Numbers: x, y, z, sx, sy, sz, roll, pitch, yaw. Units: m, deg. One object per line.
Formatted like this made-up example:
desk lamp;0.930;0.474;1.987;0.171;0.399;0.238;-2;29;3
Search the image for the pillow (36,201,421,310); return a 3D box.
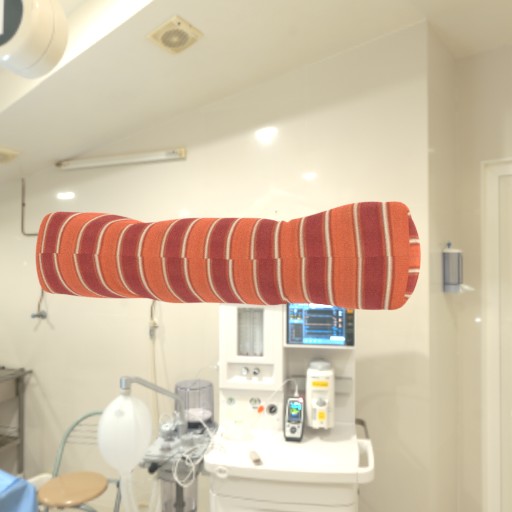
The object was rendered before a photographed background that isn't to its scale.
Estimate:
pillow;0.000;0.000;0.727;0.490;0.133;0.468;0;-1;18
